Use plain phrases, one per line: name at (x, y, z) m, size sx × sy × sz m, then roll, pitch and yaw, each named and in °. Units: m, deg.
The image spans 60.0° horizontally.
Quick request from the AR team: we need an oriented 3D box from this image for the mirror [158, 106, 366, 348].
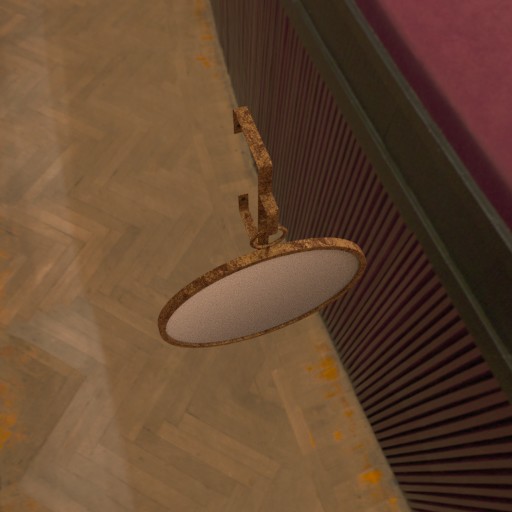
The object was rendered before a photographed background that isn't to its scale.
mirror at (0.000, 0.000, 0.864) m, size 0.447 × 0.651 × 0.144 m, roll -17°, pitch 65°, yaw -8°
